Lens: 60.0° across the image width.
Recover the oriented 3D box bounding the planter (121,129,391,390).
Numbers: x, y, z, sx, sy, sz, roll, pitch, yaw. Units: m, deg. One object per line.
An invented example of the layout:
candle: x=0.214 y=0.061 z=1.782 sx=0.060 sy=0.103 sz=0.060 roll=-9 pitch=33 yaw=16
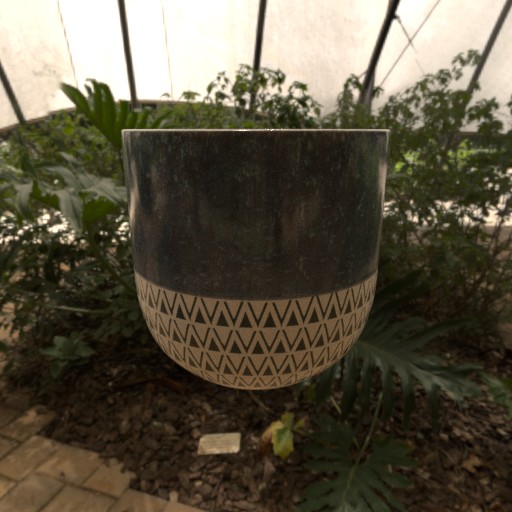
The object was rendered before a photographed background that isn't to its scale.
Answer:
planter: x=0.000 y=0.000 z=0.491 sx=0.266 sy=0.270 sz=0.266 roll=0 pitch=16 yaw=0
